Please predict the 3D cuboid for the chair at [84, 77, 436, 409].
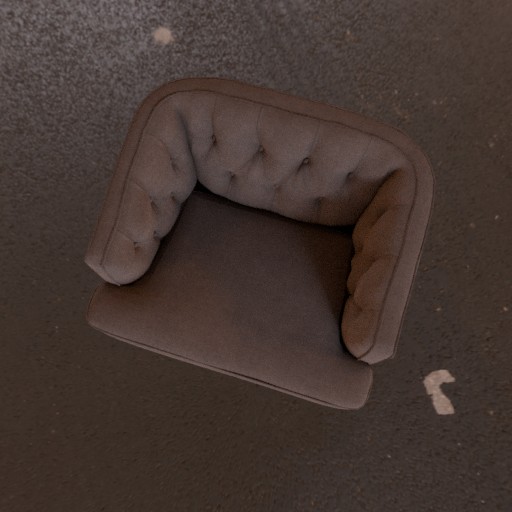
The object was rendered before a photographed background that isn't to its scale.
[{"bbox_3d":[0.000,0.000,1.768,1.104,0.852,0.941,16,75,5],"label":"chair"}]
